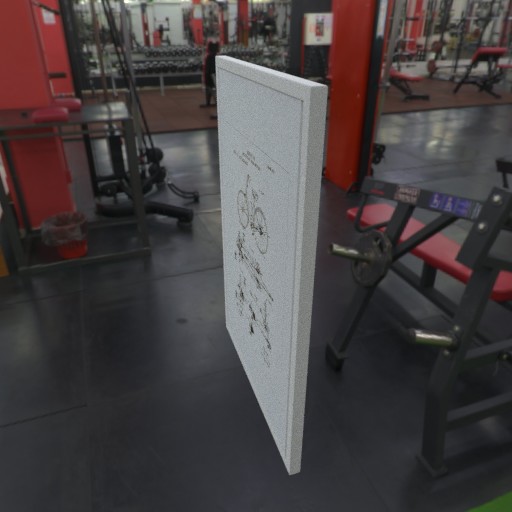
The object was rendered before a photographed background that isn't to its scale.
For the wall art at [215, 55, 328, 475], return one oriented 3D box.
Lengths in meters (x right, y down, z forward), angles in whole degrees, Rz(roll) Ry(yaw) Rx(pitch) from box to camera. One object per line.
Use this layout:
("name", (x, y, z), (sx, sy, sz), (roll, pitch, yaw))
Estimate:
("wall art", (0.000, 0.000, 0.605), (0.015, 0.477, 0.332), (-9, 29, -16))
